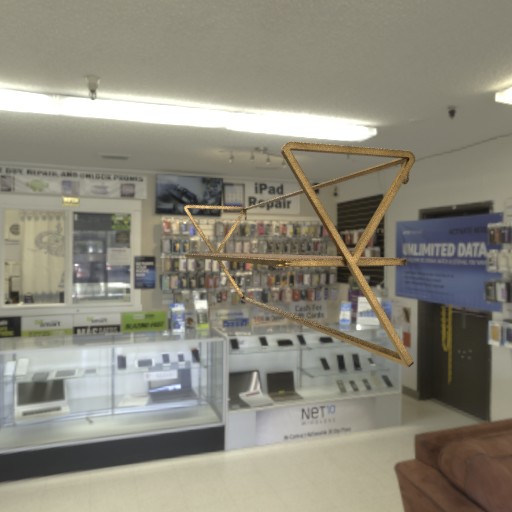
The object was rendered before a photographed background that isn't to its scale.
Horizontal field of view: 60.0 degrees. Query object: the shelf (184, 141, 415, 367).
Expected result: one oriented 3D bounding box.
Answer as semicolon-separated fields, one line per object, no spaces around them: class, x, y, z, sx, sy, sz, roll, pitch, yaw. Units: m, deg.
shelf;0.000;0.000;0.754;0.150;0.229;0.645;0;1;-18
